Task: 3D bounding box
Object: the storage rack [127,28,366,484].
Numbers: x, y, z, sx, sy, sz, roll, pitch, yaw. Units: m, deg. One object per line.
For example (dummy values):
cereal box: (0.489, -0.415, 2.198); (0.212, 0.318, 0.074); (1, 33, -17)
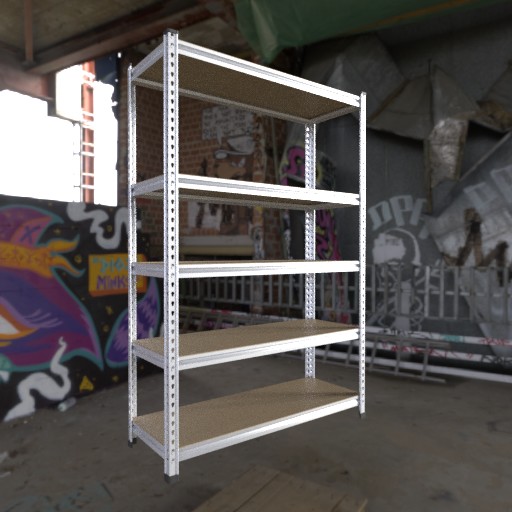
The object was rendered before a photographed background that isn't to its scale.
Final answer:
storage rack: (0.000, 0.000, 2.320); (1.219, 1.829, 0.457); (0, 1, -37)
